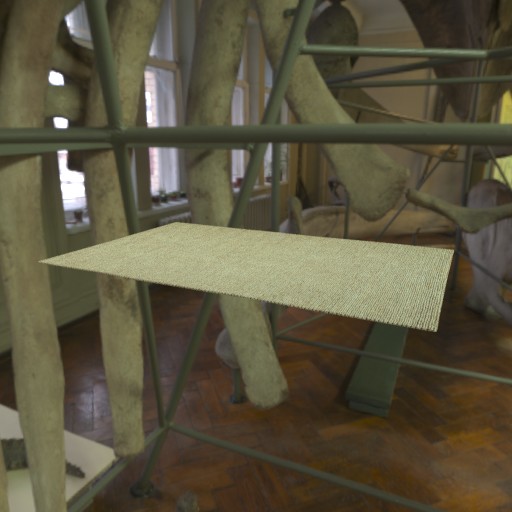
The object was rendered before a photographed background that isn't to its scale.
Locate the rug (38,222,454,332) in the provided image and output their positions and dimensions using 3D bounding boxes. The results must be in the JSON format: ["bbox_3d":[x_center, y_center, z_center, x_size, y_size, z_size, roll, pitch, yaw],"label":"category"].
[{"bbox_3d":[0.000,0.000,3.054,2.439,0.011,1.533,7,17,25],"label":"rug"}]
